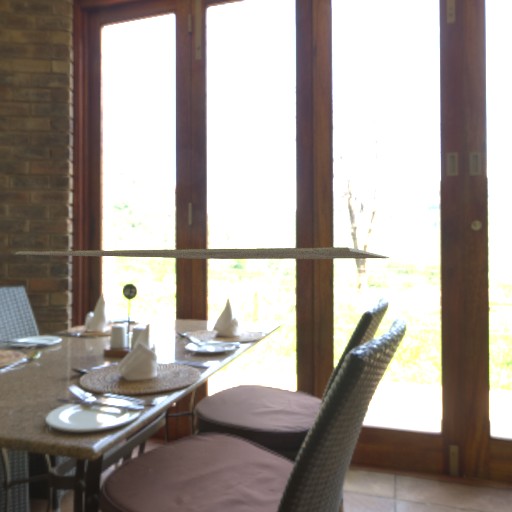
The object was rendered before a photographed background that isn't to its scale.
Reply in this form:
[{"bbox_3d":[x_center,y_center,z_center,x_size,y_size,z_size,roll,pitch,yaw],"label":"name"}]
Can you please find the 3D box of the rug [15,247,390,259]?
[{"bbox_3d":[0.000,0.000,2.818,1.514,0.014,2.275,0,-1,20],"label":"rug"}]
